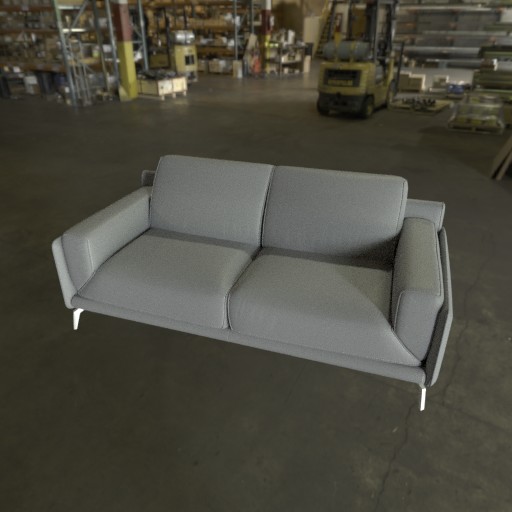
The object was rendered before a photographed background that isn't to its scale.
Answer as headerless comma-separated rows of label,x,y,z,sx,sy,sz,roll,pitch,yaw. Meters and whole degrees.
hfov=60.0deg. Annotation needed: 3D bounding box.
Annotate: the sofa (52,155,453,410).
sofa,0.000,0.000,2.600,2.100,0.900,0.969,9,29,16
